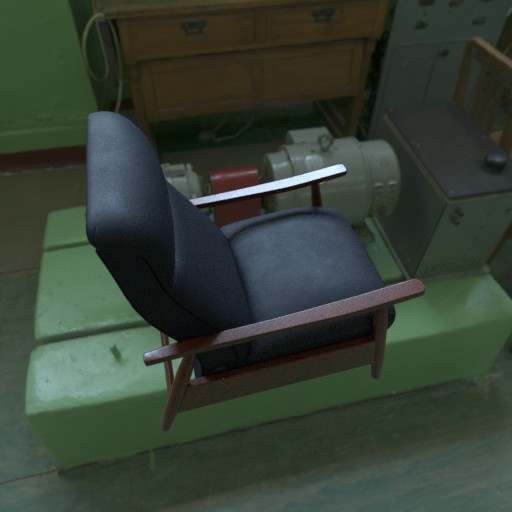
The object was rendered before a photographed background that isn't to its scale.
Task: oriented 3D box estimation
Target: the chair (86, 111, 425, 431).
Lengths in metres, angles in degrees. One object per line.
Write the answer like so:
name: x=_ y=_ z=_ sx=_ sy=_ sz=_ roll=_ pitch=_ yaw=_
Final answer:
chair: x=0.000 y=0.000 z=1.737 sx=1.014 sy=1.082 sz=0.762 roll=-11 pitch=48 yaw=-10
